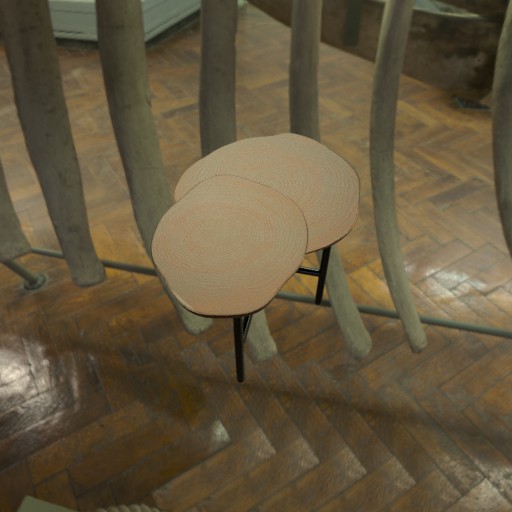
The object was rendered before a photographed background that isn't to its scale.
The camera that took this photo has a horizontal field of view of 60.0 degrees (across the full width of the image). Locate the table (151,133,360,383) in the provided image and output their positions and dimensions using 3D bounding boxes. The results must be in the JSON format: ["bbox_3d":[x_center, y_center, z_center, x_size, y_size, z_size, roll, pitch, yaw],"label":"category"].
[{"bbox_3d":[0.000,0.000,1.078,0.442,0.538,0.759,10,47,10],"label":"table"}]
